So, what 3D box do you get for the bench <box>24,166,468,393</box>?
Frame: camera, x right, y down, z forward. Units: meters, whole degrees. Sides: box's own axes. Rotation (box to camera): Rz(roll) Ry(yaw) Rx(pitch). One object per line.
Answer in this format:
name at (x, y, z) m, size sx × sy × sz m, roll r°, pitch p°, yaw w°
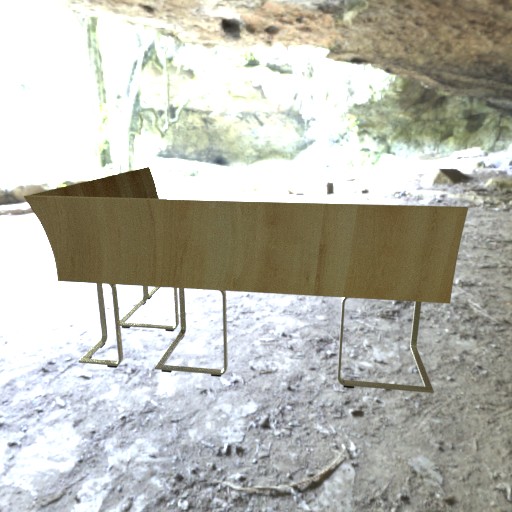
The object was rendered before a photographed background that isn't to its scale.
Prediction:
bench at (0.000, 0.000, 2.745) m, size 1.945 × 0.930 × 1.495 m, roll 3°, pitch 17°, yaw 8°
